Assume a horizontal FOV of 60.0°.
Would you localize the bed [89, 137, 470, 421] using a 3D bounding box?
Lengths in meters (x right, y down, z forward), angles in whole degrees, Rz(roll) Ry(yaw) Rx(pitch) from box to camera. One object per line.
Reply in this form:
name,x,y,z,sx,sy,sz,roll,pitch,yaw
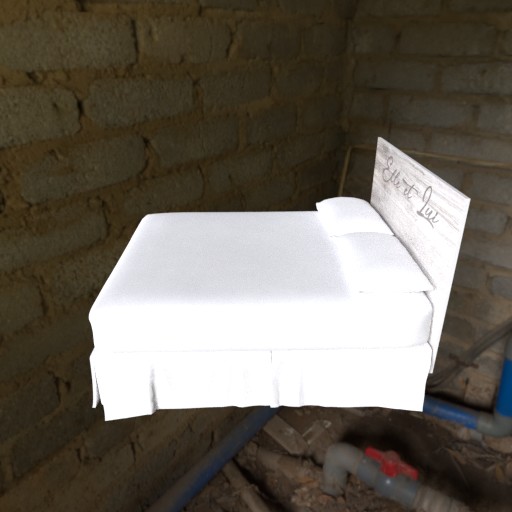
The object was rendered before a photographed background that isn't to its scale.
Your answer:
bed,0.000,0.000,3.153,2.094,1.335,1.745,-1,26,-1
